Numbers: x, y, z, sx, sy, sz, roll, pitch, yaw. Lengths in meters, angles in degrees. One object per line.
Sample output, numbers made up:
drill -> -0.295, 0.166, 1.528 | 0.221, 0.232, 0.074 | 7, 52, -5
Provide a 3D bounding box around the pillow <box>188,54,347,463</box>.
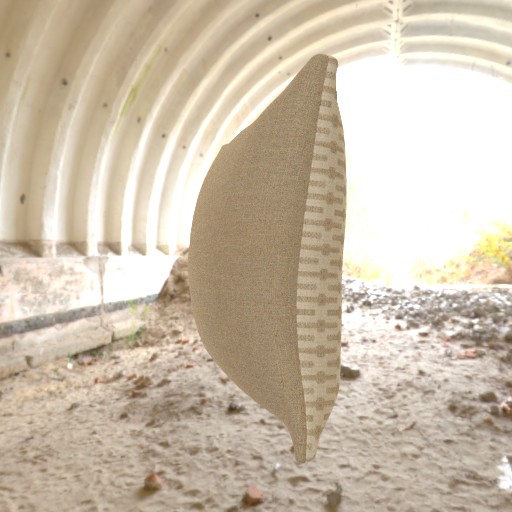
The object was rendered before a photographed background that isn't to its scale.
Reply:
pillow -> 0.000, 0.000, 0.762 | 0.219, 0.491, 0.496 | 0, 1, -18
